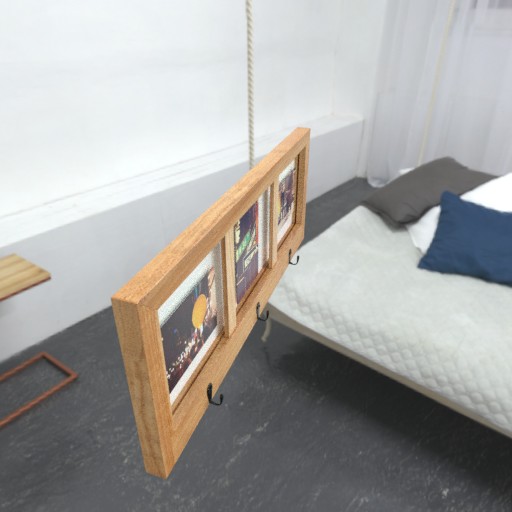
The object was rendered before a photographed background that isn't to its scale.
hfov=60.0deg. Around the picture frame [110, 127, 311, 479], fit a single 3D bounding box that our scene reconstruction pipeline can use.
[{"bbox_3d":[0.000,0.000,0.654,0.045,0.234,0.582,10,32,17],"label":"picture frame"}]
